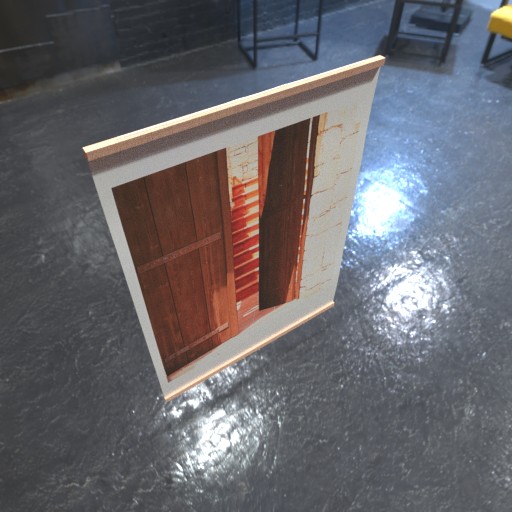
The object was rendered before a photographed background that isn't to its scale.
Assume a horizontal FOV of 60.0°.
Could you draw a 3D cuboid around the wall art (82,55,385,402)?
[{"bbox_3d":[0.000,0.000,1.320,0.758,1.013,0.020,-26,51,-22],"label":"wall art"}]
